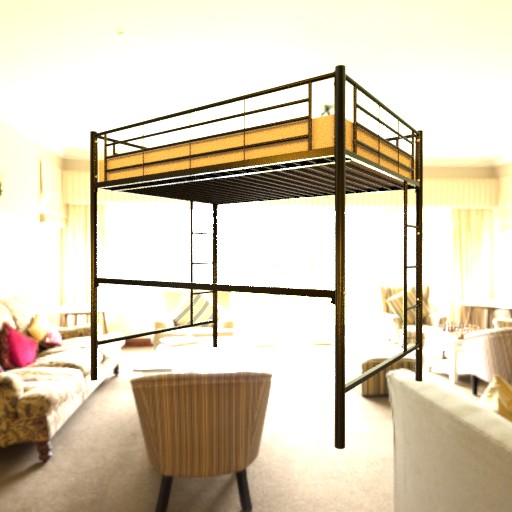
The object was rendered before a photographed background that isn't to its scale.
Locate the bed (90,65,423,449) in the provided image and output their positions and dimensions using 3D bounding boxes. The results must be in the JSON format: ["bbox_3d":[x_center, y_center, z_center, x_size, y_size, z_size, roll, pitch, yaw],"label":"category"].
[{"bbox_3d":[0.000,0.000,3.212,1.994,1.803,1.397,0,0,35],"label":"bed"}]
